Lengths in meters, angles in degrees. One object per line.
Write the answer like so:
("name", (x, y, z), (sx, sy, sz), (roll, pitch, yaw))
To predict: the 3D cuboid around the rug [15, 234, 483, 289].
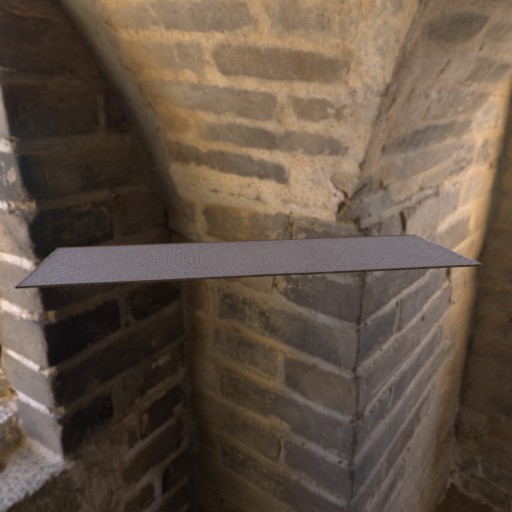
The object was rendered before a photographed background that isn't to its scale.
("rug", (0.000, 0.000, 2.662), (2.452, 0.012, 0.775), (-2, 16, -9))
